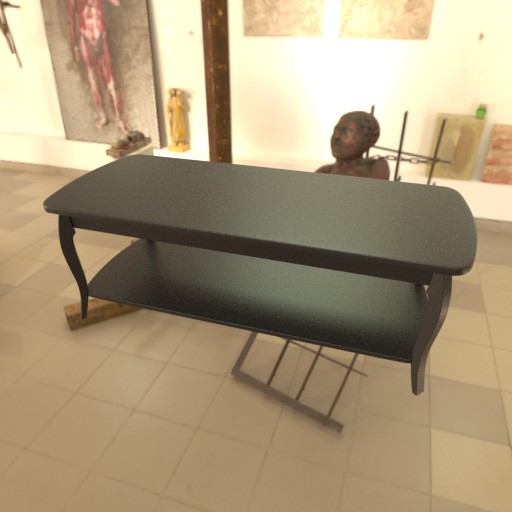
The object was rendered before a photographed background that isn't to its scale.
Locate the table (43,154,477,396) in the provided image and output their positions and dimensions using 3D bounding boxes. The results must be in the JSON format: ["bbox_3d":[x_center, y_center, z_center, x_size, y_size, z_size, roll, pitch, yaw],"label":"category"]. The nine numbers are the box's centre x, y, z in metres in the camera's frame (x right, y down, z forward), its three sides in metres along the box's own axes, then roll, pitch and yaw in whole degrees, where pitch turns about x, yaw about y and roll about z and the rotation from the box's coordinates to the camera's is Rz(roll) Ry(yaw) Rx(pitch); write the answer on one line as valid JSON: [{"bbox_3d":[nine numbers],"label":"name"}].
[{"bbox_3d":[0.000,0.000,1.570,1.333,0.457,0.571,9,31,15],"label":"table"}]
